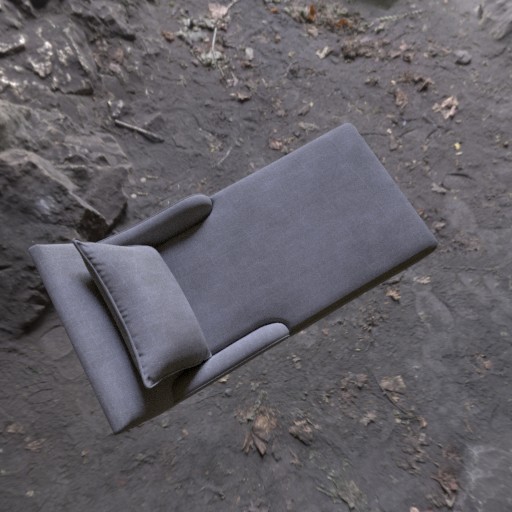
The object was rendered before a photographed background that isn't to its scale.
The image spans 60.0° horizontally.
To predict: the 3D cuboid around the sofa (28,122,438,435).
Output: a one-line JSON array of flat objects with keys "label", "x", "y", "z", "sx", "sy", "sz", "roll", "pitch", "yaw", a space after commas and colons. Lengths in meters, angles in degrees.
[{"label": "sofa", "x": 0.000, "y": 0.000, "z": 2.301, "sx": 1.779, "sy": 0.859, "sz": 0.894, "roll": -29, "pitch": 77, "yaw": -8}]
